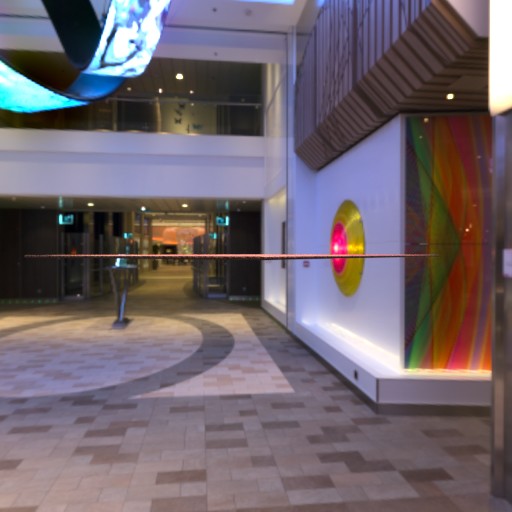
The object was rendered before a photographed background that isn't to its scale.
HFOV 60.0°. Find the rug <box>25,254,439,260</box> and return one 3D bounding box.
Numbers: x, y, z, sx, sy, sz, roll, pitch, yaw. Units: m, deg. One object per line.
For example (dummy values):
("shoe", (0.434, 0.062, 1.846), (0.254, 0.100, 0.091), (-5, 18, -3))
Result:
("rug", (0.000, 0.000, 4.049), (2.411, 0.020, 3.032), (0, 0, 37))
